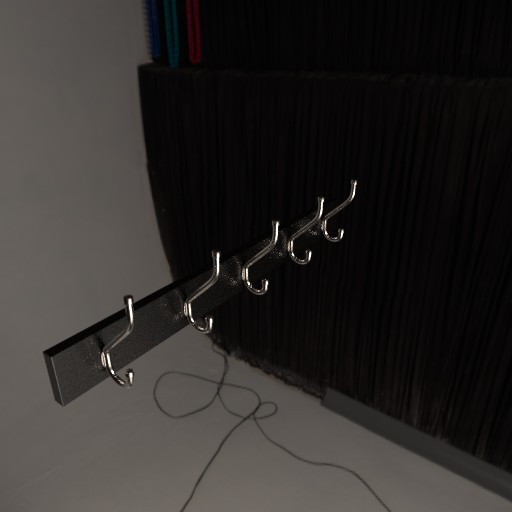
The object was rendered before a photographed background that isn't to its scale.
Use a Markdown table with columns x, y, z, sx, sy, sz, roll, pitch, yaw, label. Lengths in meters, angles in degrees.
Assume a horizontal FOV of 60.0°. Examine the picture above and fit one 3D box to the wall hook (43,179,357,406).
| x | y | z | sx | sy | sz | roll | pitch | yaw | label |
| --- | --- | --- | --- | --- | --- | --- | --- | --- | --- |
| 0.000 | 0.000 | 0.599 | 0.071 | 0.117 | 0.571 | 17 | 30 | 32 | wall hook |
